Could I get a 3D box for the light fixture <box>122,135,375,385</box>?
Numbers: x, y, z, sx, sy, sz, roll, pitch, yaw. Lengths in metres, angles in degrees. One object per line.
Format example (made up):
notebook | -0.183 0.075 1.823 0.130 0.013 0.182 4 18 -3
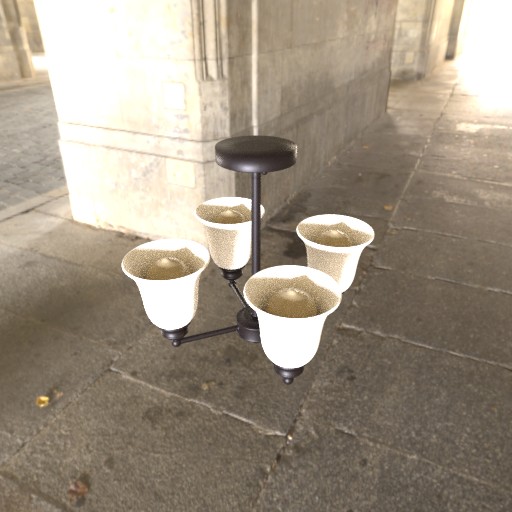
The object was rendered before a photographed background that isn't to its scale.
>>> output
light fixture | 0.000 0.000 1.848 1.069 0.925 1.069 -10 31 -17
